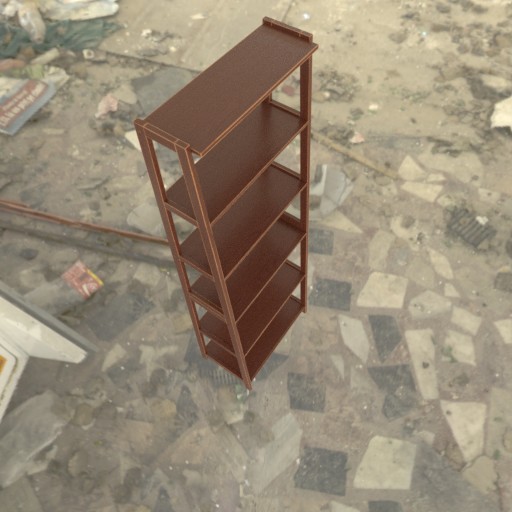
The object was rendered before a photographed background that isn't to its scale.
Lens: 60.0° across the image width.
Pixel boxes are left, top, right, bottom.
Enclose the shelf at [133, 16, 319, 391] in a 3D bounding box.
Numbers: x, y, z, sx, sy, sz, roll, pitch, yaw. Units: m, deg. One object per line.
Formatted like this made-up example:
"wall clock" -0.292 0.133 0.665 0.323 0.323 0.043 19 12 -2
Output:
"shelf" 0.000 0.000 2.122 0.381 1.892 0.660 31 62 18
